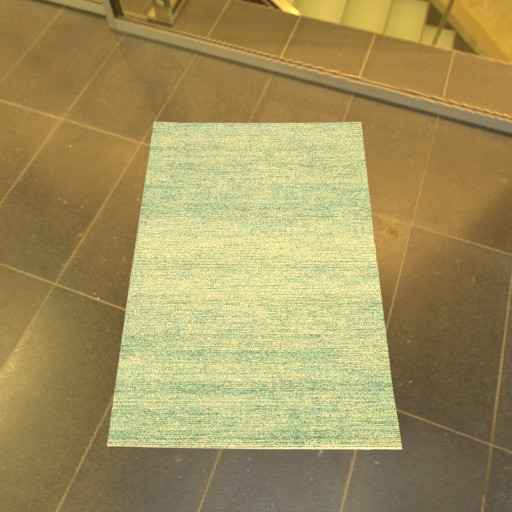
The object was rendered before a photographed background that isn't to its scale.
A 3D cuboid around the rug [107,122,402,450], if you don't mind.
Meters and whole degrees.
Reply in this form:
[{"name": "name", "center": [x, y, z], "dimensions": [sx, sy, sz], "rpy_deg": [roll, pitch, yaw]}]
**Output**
[{"name": "rug", "center": [0.000, 0.000, 2.885], "dimensions": [1.593, 0.029, 2.305], "rpy_deg": [1, 64, 0]}]
